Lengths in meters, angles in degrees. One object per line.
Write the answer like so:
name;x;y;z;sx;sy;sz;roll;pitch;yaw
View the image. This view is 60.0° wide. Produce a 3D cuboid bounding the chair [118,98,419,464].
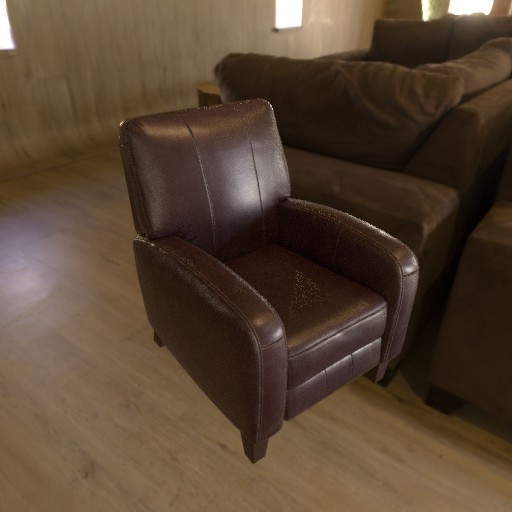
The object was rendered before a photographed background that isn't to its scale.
chair;0.000;0.000;1.701;0.762;0.990;0.990;-20;36;-31
